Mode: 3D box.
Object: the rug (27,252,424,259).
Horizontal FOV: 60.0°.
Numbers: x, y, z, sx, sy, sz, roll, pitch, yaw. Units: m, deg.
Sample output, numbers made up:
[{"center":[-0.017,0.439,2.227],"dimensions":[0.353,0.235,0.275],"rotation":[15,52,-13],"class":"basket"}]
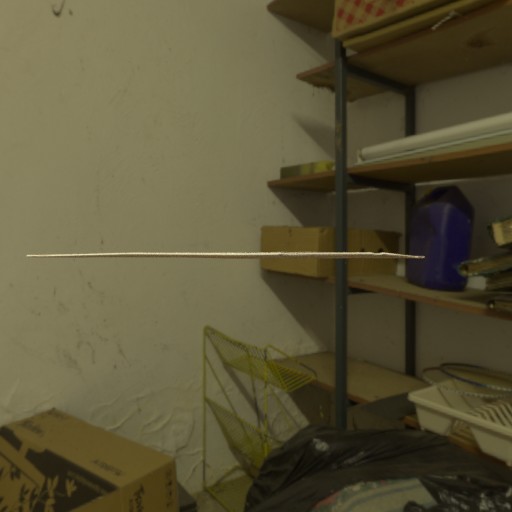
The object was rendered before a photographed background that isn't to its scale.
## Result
[{"center":[0.000,0.000,4.319],"dimensions":[2.434,0.045,3.202],"rotation":[0,-1,34],"class":"rug"}]
